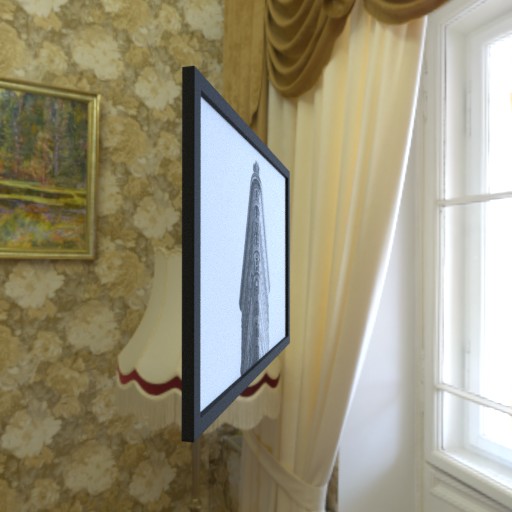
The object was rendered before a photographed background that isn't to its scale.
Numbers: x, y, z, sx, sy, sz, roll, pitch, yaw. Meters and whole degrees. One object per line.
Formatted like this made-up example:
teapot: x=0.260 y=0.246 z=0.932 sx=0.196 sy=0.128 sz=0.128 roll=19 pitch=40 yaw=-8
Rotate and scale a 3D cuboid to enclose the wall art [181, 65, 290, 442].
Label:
wall art: x=0.000 y=0.000 z=1.245 sx=0.049 sy=0.659 sz=0.964 roll=0 pitch=-1 yaw=16
